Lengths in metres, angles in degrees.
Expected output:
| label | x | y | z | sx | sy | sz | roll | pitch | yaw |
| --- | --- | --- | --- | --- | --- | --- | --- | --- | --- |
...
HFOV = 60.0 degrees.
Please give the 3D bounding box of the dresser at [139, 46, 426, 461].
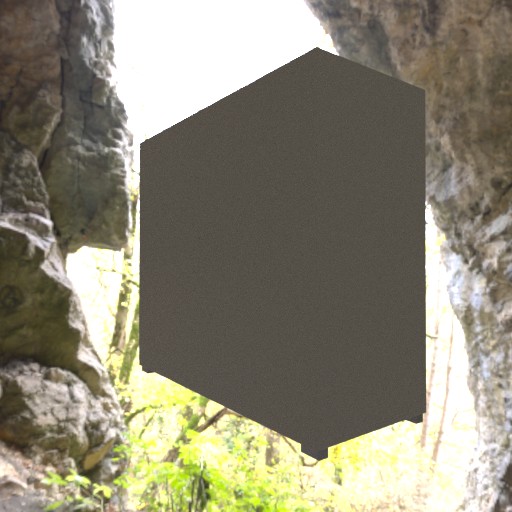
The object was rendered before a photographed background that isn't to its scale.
| label | x | y | z | sx | sy | sz | roll | pitch | yaw |
| --- | --- | --- | --- | --- | --- | --- | --- | --- | --- |
| dresser | 0.000 | 0.000 | 1.640 | 0.460 | 1.000 | 1.100 | 0 | -1 | -37 |
